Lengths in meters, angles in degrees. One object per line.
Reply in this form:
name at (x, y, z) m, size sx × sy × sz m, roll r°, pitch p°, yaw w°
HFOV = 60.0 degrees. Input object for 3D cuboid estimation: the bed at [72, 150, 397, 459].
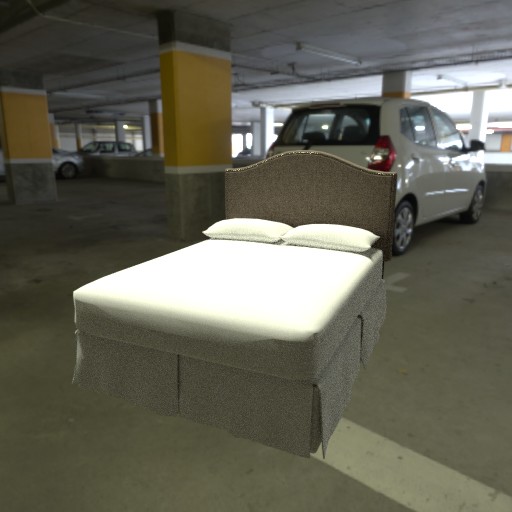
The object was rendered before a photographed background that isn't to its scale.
bed at (0.000, 0.000, 3.300) m, size 1.713 × 1.518 × 2.153 m, roll 6°, pitch 15°, yaw 24°
